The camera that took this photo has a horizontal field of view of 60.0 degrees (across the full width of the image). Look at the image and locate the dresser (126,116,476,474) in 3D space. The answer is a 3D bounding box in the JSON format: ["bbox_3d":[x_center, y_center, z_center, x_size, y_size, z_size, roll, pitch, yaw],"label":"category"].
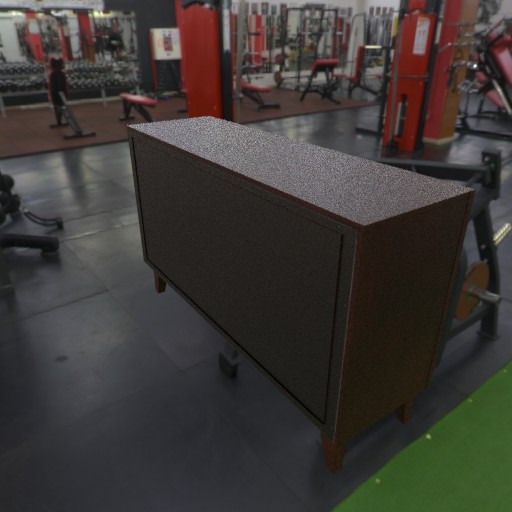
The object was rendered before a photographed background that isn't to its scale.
[{"bbox_3d":[0.000,0.000,2.020,0.499,0.971,1.609,-18,32,-31],"label":"dresser"}]
